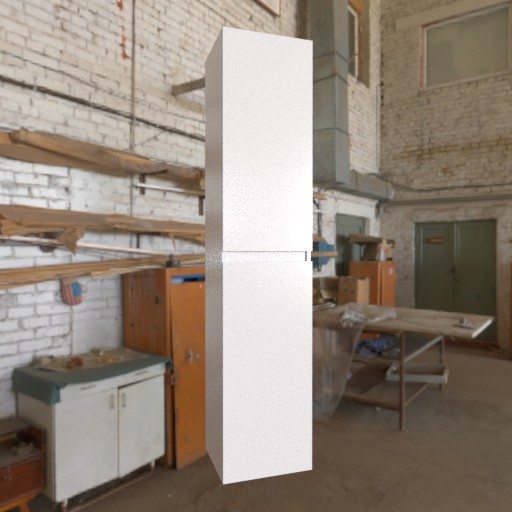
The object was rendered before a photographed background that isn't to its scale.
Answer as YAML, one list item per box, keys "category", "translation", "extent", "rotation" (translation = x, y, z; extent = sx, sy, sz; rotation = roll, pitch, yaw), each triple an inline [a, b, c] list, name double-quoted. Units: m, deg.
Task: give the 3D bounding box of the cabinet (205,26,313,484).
- category: "cabinet"
  translation: [0.000, 0.000, 1.528]
  extent: [0.300, 1.400, 0.269]
  rotation: [0, 1, -18]
